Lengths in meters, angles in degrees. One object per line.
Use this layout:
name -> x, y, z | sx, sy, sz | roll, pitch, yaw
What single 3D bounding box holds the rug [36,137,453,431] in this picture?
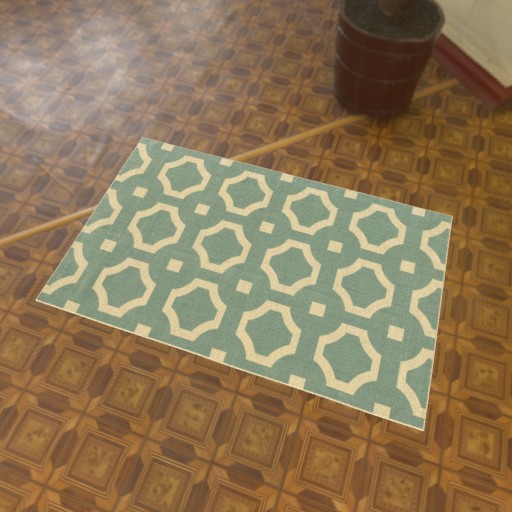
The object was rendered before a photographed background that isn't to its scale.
rug -> 0.000, 0.000, 2.983 | 2.443, 0.015, 1.528 | 16, 60, 10
